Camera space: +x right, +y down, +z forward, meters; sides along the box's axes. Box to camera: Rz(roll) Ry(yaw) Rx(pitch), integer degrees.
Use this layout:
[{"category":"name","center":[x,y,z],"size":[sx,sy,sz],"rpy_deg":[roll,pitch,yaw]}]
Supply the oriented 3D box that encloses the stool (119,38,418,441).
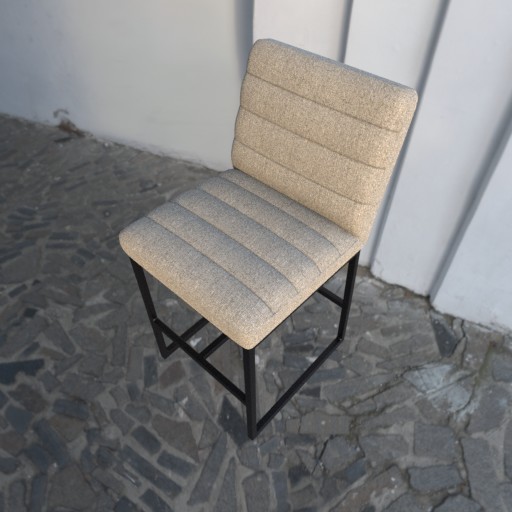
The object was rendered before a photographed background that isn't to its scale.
[{"category":"stool","center":[0.000,0.000,1.243],"size":[0.460,0.940,0.560],"rpy_deg":[34,55,27]}]
